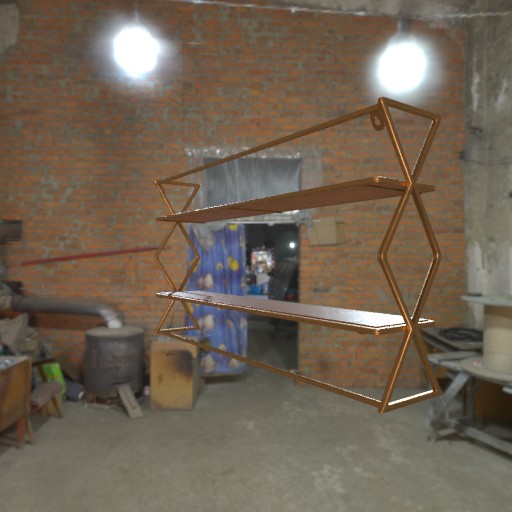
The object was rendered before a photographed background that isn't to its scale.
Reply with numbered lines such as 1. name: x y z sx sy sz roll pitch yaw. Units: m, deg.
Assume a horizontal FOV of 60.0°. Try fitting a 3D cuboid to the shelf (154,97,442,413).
1. shelf: 0.000 0.000 1.004 0.150 0.450 0.822 0 0 -35
